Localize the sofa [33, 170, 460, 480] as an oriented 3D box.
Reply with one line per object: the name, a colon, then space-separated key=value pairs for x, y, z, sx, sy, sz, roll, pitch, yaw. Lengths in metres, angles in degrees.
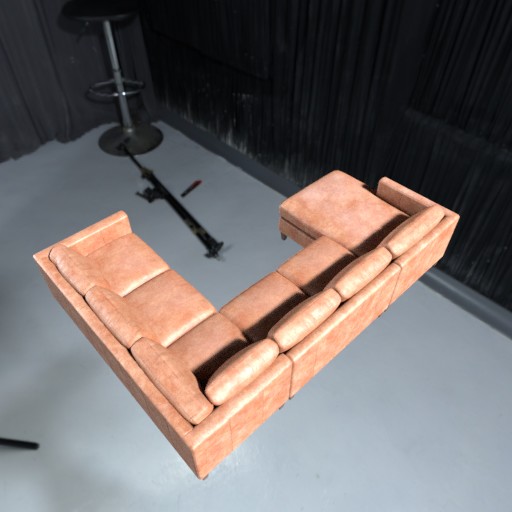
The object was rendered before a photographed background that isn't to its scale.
sofa: x=0.000 y=0.000 z=4.495 sx=3.401 sy=0.832 sz=2.430 roll=-34 pitch=55 yaw=-28
